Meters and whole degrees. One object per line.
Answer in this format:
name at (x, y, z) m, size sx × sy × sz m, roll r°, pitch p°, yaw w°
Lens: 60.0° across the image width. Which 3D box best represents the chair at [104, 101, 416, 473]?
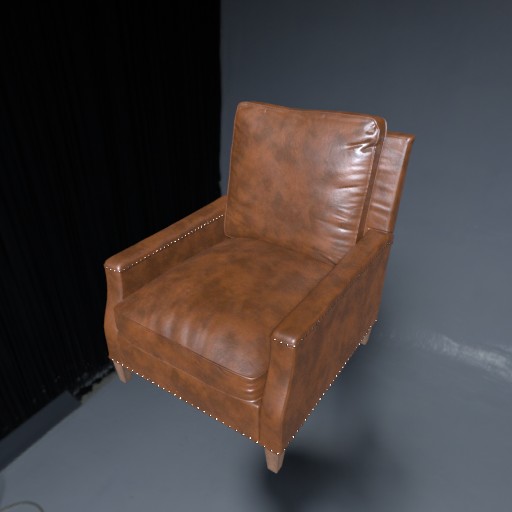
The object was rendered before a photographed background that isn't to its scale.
chair at (0.000, 0.000, 1.817) m, size 0.854 × 1.054 × 1.035 m, roll 18°, pitch 34°, yaw 29°
